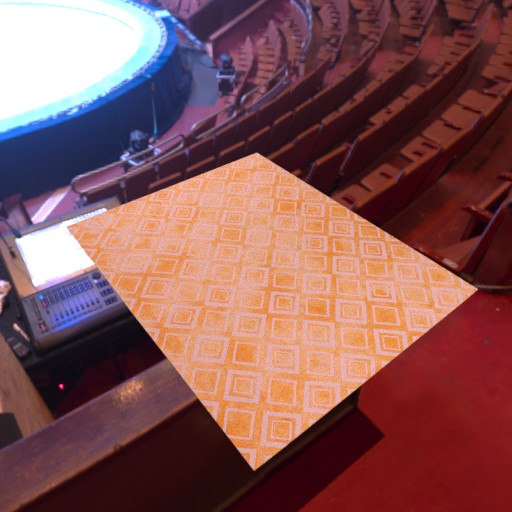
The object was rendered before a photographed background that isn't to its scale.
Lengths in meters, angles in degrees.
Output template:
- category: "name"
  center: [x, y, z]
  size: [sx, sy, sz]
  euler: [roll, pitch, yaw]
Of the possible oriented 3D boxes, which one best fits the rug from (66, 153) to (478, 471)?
- category: "rug"
  center: [0.000, 0.000, 4.101]
  size: [2.433, 0.011, 3.037]
  euler: [-28, 49, -28]
